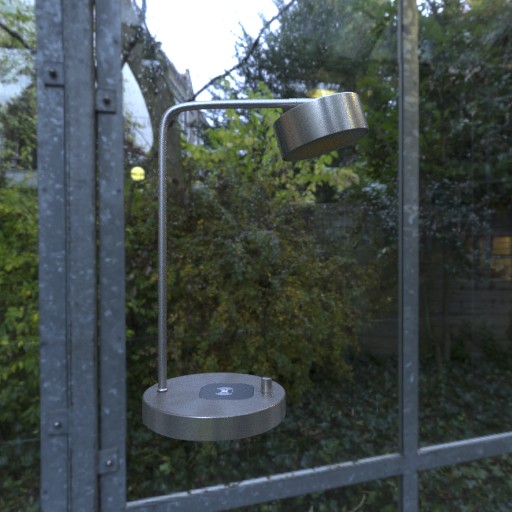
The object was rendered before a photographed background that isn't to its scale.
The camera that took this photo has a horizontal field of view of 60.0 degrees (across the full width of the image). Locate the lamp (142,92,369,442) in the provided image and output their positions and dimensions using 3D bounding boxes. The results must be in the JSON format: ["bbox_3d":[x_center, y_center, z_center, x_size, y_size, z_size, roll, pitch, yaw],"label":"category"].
[{"bbox_3d":[0.000,0.000,0.663,0.334,0.469,0.211,0,0,1],"label":"lamp"}]
